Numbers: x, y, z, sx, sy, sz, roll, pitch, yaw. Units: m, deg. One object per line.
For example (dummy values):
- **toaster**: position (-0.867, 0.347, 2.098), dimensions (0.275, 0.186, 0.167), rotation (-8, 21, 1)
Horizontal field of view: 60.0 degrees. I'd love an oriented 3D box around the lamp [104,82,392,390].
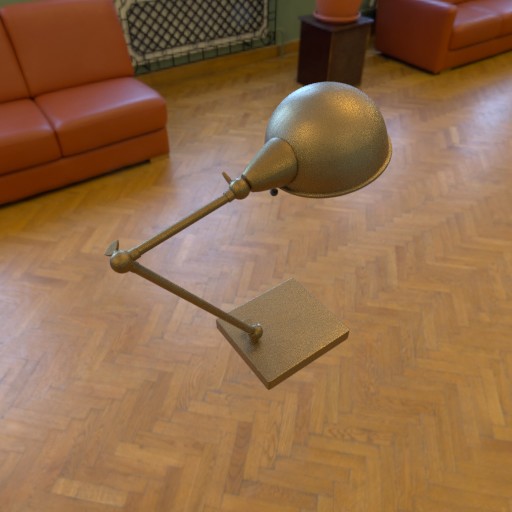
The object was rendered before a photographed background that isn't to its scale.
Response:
- **lamp**: position (0.000, 0.000, 0.543), dimensions (0.339, 0.371, 0.149), rotation (-26, 48, -26)
